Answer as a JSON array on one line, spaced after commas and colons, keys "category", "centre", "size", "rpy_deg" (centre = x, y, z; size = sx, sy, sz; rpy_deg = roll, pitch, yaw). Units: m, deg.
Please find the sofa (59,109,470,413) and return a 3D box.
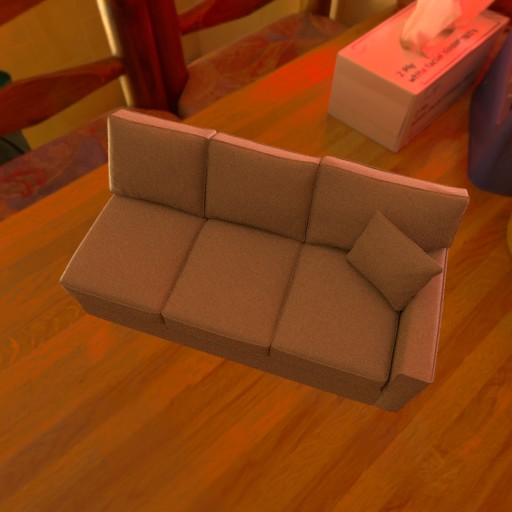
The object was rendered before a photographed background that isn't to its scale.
[{"category": "sofa", "centre": [0.000, 0.000, 2.489], "size": [1.963, 0.946, 1.034], "rpy_deg": [16, 59, 10]}]
